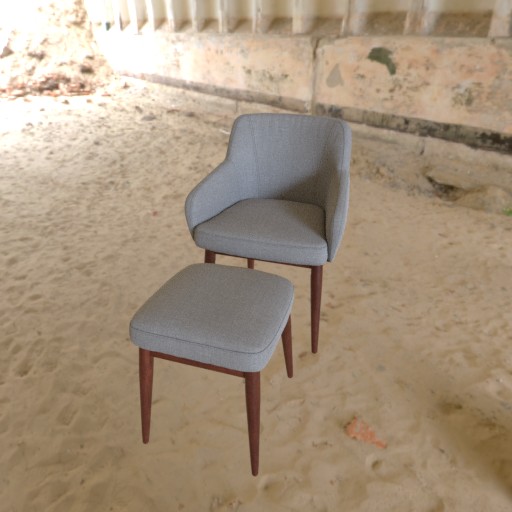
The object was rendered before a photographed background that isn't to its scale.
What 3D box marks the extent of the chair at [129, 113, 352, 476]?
[{"bbox_3d":[0.000,0.000,1.572,0.584,0.799,1.107,9,29,16],"label":"chair"}]
